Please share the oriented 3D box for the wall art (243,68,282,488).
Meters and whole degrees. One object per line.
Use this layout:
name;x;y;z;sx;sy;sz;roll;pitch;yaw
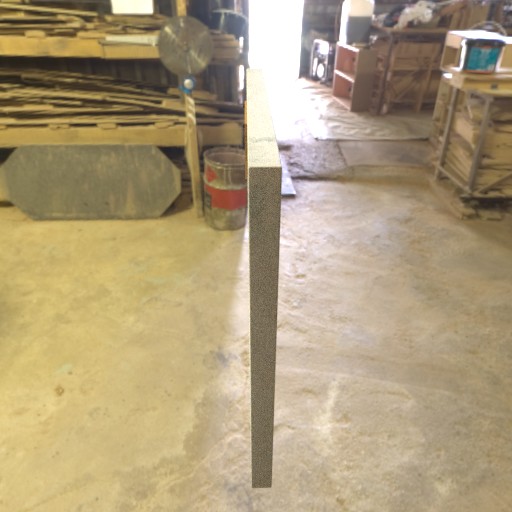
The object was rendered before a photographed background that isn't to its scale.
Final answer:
wall art;0.000;0.000;0.891;0.044;0.605;0.605;-1;32;-1
